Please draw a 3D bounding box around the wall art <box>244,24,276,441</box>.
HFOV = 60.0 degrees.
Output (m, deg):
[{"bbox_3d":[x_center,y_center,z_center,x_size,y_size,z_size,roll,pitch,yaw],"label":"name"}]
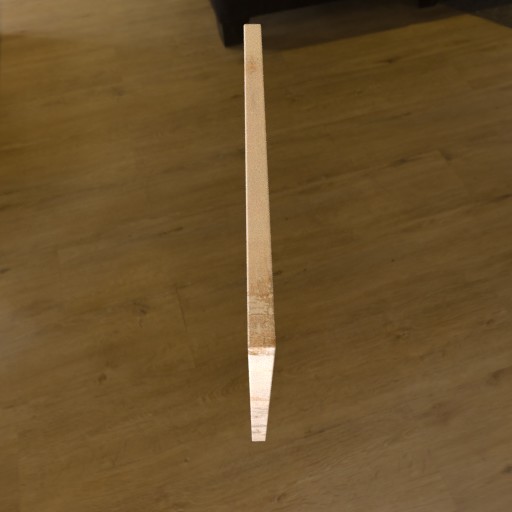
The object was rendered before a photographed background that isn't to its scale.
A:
[{"bbox_3d":[0.000,0.000,1.115,0.038,0.755,0.753,-1,59,-1],"label":"wall art"}]
